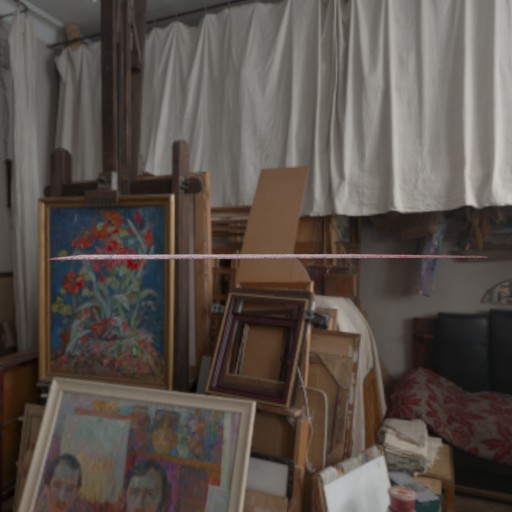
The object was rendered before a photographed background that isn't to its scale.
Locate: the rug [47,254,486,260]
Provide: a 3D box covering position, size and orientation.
[{"bbox_3d":[0.000,0.000,2.321,1.829,0.006,1.219,0,1,-17],"label":"rug"}]
